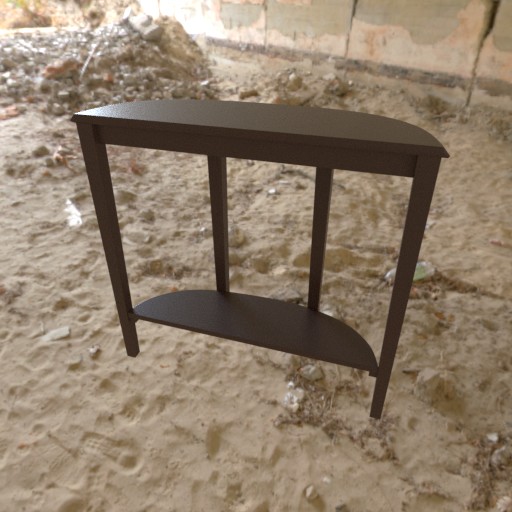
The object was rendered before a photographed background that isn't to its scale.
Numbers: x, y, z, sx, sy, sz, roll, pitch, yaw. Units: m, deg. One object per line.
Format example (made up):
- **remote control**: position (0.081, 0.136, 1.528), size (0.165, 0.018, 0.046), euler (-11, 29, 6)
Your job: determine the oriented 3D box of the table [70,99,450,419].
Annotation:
- **table**: position (0.000, 0.000, 1.328), size (0.909, 0.831, 0.274), euler (10, 33, 15)
